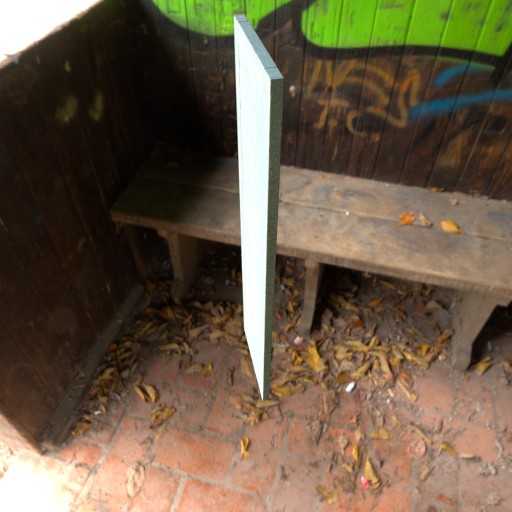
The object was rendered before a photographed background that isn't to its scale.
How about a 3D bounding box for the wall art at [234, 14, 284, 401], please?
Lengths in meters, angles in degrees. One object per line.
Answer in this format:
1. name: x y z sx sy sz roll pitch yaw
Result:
1. wall art: 0.000 0.000 1.314 0.025 1.219 0.329 -10 47 -9
